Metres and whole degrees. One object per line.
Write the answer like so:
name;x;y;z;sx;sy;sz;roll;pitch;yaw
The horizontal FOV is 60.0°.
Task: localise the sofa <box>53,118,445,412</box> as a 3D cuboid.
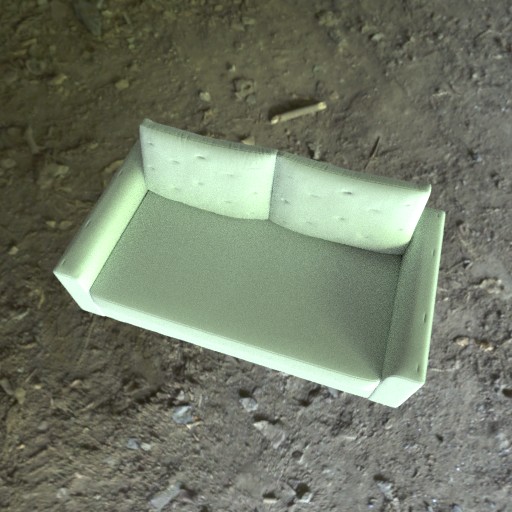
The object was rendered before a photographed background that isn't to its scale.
sofa;0.000;0.000;2.144;1.650;0.790;0.920;15;59;9
